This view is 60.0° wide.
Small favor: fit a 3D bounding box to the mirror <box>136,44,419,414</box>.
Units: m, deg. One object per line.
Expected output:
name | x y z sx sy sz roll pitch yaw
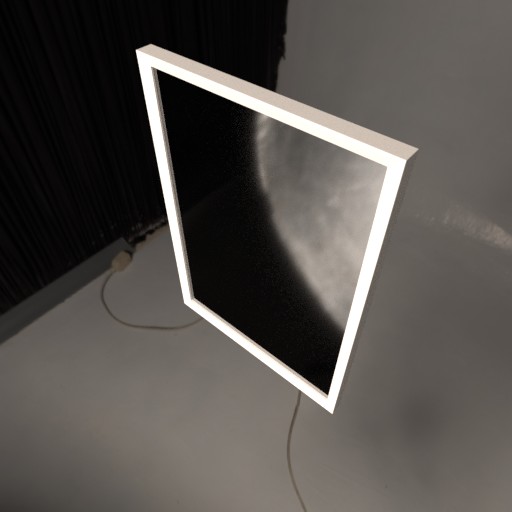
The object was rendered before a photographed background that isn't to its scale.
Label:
mirror | 0.000 0.000 0.914 0.507 0.710 0.039 32 54 26
